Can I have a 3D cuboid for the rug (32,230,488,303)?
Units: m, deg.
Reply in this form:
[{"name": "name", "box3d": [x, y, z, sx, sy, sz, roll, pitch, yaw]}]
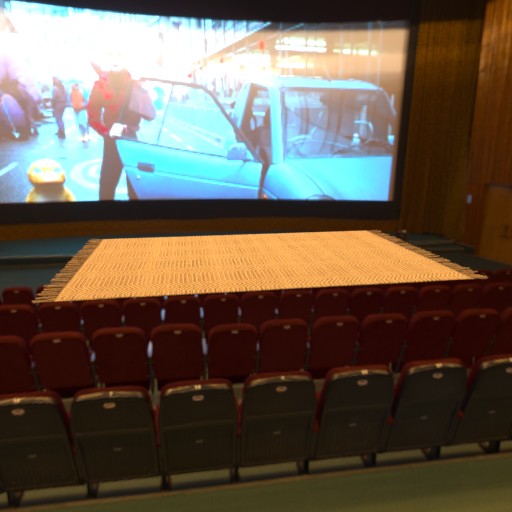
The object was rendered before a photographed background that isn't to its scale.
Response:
[{"name": "rug", "box3d": [0.000, 0.000, 2.487, 2.021, 0.027, 1.224, -2, 14, -9]}]
